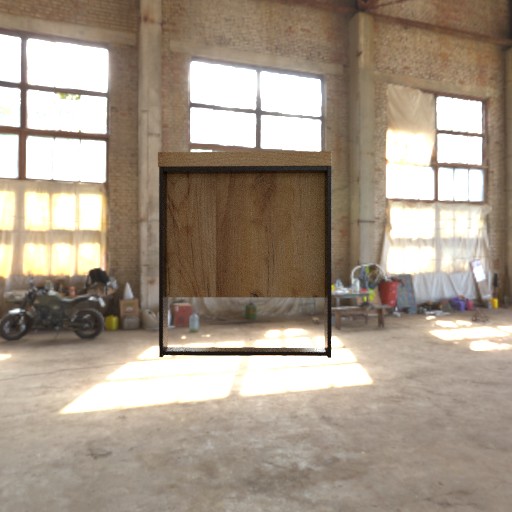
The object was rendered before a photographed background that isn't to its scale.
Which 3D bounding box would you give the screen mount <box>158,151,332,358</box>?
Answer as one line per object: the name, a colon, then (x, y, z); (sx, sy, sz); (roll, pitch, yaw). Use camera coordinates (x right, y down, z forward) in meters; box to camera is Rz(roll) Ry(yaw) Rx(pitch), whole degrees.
screen mount: (0.000, 0.000, 1.726); (0.395, 0.450, 1.524); (0, 0, 1)
